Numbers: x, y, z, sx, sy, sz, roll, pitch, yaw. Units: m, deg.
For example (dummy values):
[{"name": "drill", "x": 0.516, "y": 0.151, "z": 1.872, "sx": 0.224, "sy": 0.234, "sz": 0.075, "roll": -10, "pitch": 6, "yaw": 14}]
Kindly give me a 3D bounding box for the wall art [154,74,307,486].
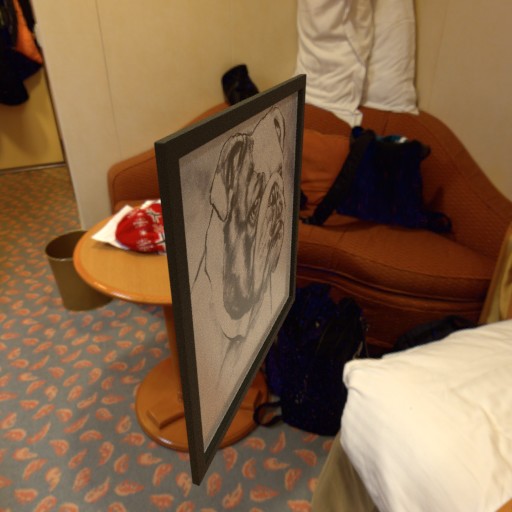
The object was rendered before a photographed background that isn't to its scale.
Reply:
[{"name": "wall art", "x": 0.000, "y": 0.000, "z": 0.958, "sx": 0.016, "sy": 0.659, "sz": 0.663, "roll": 10, "pitch": 31, "yaw": 18}]
